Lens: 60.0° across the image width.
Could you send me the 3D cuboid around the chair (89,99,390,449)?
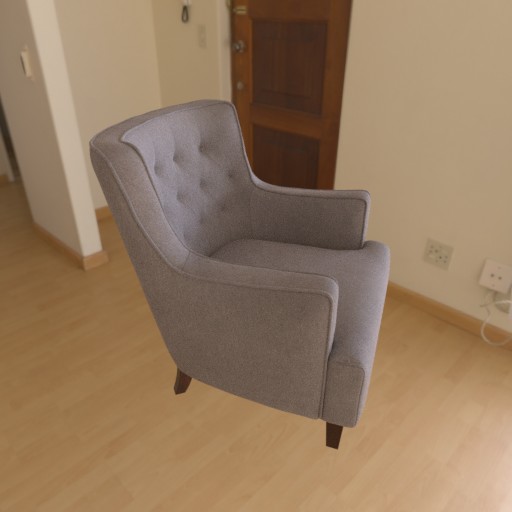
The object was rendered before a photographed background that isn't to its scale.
[{"bbox_3d":[0.000,0.000,1.569,0.910,0.919,0.781,10,31,17],"label":"chair"}]
